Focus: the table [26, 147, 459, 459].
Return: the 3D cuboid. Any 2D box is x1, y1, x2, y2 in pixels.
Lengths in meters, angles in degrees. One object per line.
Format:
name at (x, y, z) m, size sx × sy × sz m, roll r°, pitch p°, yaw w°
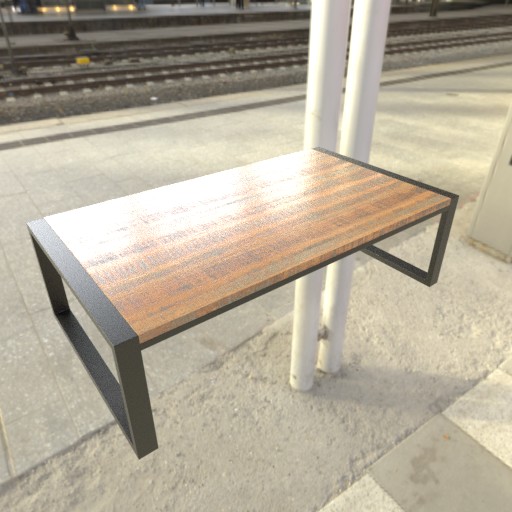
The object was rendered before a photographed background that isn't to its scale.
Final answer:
table at (0.000, 0.000, 1.670) m, size 1.350 × 0.400 × 0.750 m, roll -22°, pitch 37°, yaw -31°
